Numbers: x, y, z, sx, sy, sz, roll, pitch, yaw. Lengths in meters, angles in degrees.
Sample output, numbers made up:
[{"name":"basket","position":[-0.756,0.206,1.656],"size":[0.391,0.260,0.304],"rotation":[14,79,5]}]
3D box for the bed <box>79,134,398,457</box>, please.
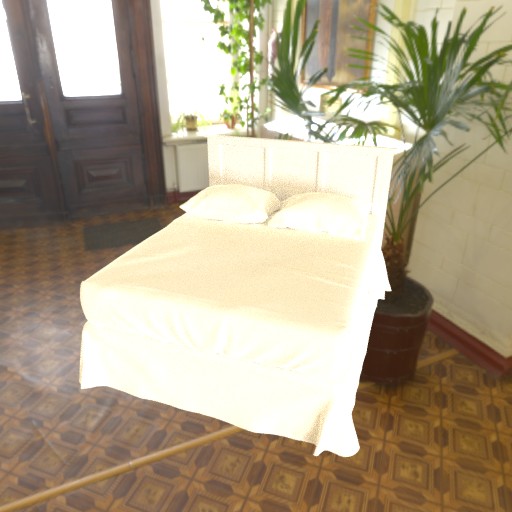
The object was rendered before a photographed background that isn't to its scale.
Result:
[{"name":"bed","position":[0.000,0.000,3.164],"size":[1.876,1.269,2.047],"rotation":[9,27,18]}]
